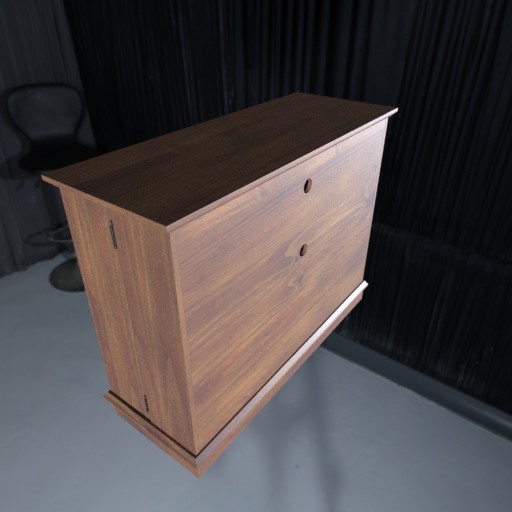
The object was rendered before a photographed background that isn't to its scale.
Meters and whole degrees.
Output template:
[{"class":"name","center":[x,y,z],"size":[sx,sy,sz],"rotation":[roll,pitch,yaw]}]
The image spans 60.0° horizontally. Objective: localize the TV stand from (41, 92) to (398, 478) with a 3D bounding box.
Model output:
[{"class":"TV stand","center":[0.000,0.000,1.471],"size":[0.406,0.813,1.067],"rotation":[22,38,31]}]
